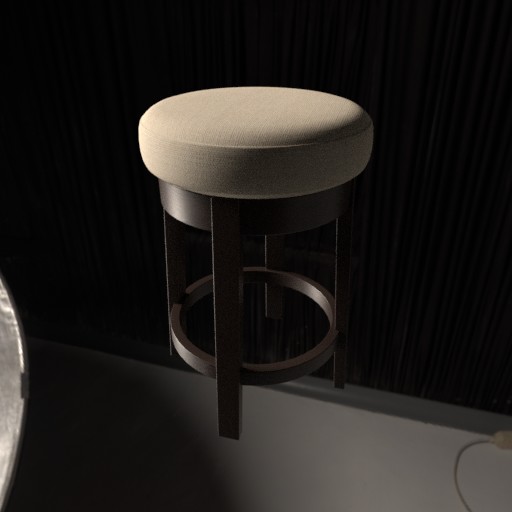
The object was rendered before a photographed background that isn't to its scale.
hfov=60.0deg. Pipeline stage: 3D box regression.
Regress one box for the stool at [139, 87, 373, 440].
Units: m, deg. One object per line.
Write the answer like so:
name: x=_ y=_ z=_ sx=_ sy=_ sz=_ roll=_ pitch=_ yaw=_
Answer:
stool: x=0.000 y=0.000 z=0.968 sx=0.449 sy=0.655 sz=0.449 roll=0 pitch=30 yaw=0
